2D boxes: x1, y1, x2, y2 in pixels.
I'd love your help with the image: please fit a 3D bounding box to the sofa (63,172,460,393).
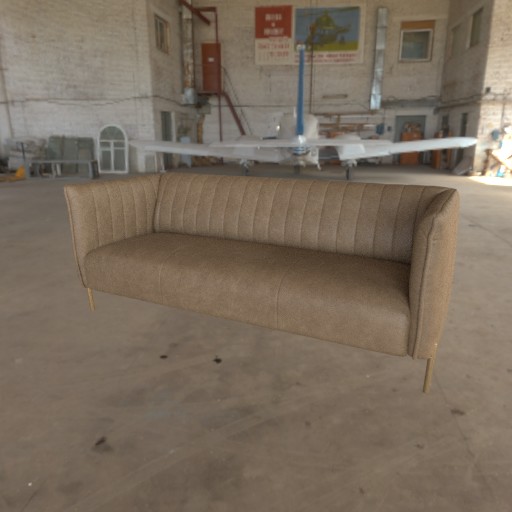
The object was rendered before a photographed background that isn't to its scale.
[{"bbox_3d":[0.000,0.000,2.428,1.980,0.779,0.876,8,18,26],"label":"sofa"}]
